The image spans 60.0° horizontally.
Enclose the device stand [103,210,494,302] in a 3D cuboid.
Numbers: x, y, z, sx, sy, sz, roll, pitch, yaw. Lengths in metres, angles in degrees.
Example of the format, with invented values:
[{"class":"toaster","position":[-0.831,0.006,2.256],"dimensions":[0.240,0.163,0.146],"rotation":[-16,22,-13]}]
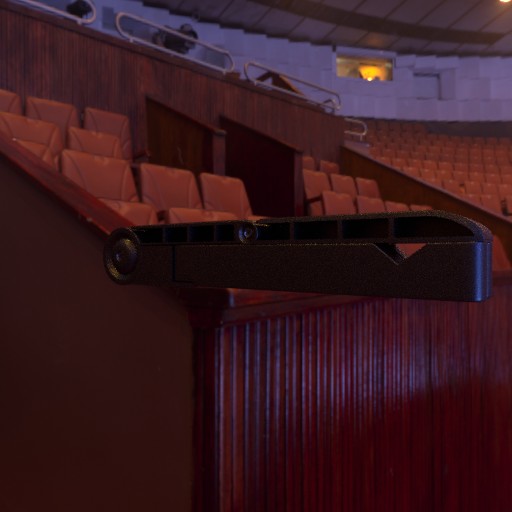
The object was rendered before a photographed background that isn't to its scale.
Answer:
[{"class":"device stand","position":[0.000,0.000,0.191],"dimensions":[0.179,0.030,0.026],"rotation":[0,1,35]}]
